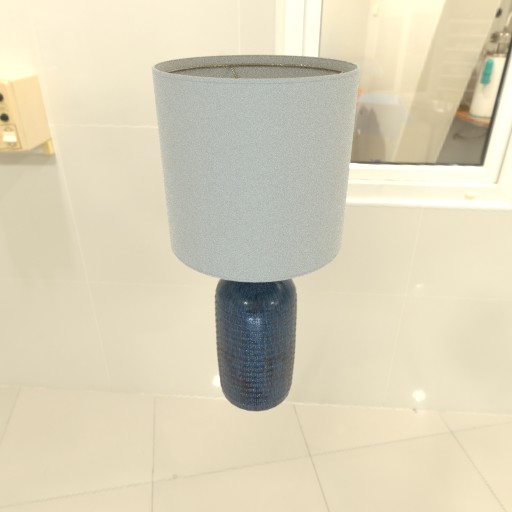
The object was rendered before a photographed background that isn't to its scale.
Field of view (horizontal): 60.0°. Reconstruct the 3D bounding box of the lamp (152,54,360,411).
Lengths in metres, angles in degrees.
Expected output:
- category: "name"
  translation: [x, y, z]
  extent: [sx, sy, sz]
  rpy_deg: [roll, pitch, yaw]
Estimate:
- category: "lamp"
  translation: [0.000, 0.000, 0.595]
  extent: [0.220, 0.475, 0.220]
  rpy_deg: [-2, 29, -3]
